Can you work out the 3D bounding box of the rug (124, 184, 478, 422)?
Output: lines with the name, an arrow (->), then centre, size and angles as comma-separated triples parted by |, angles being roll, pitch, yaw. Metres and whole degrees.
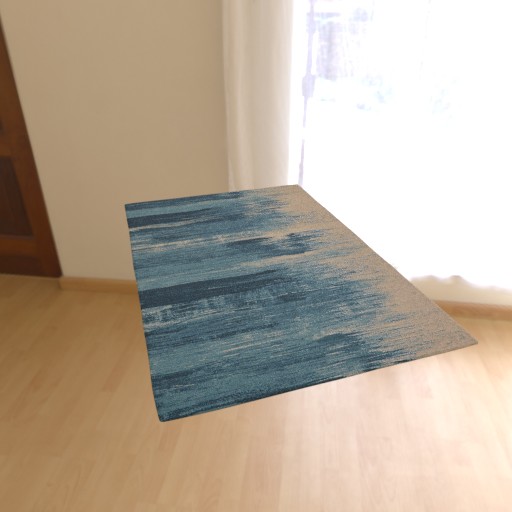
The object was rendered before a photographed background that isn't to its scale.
rug -> 0.000, 0.000, 2.299 | 1.232, 0.009, 1.836 | -9, 31, -16
